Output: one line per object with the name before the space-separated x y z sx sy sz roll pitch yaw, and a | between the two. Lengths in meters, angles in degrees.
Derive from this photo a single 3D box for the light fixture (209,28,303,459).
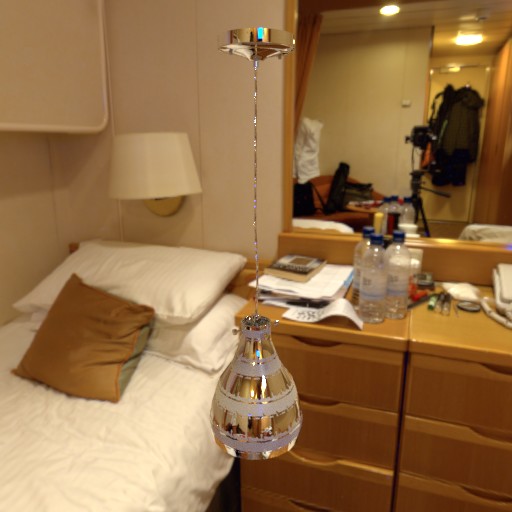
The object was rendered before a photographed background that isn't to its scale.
light fixture | 0.000 0.000 1.614 0.374 1.457 0.374 -7 16 -26
